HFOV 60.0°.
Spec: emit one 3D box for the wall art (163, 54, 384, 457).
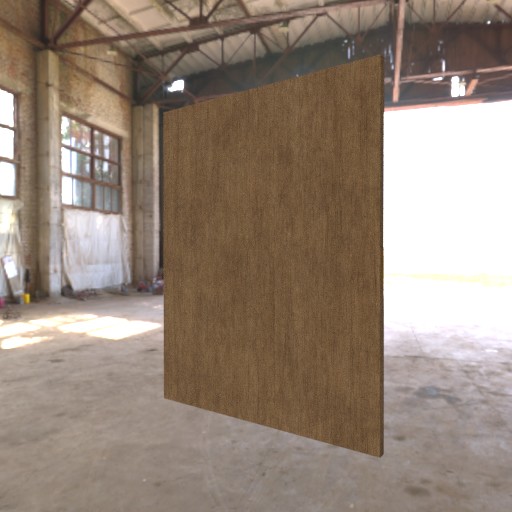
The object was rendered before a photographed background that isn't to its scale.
[{"bbox_3d":[0.000,0.000,0.916,0.534,0.686,0.018,0,0,36],"label":"wall art"}]
